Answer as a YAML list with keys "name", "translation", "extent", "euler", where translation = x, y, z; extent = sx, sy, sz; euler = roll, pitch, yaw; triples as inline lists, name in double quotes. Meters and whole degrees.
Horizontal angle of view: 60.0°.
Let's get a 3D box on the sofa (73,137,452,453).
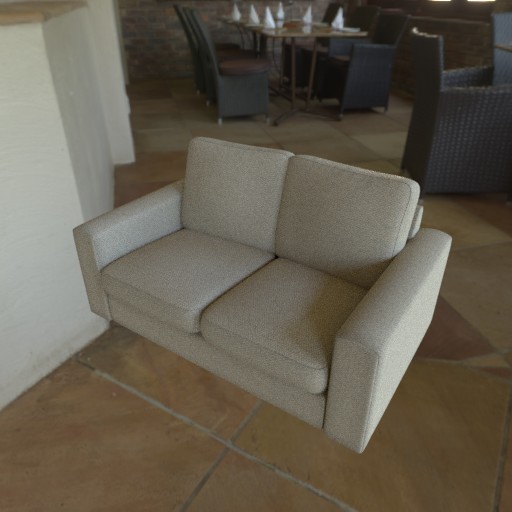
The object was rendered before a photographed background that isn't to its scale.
- name: "sofa"
  translation: [0.000, 0.000, 2.224]
  extent: [1.616, 0.873, 1.016]
  euler: [19, 36, 29]
